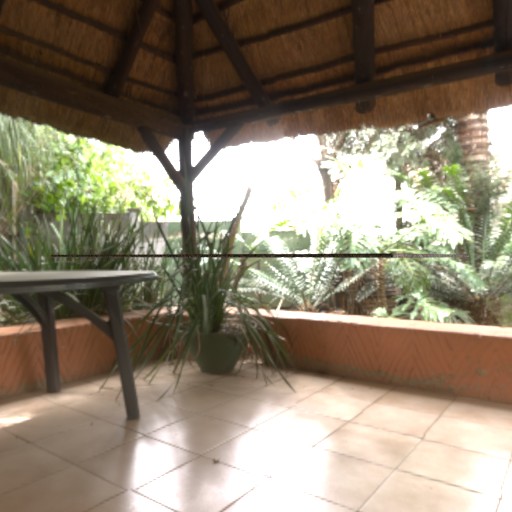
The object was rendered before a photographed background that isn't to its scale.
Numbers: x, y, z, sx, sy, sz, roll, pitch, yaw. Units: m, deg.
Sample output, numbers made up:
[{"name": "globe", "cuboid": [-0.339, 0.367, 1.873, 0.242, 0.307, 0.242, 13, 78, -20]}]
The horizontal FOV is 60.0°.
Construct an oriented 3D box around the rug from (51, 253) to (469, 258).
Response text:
[{"name": "rug", "cuboid": [0.000, 0.000, 2.903, 2.298, 0.017, 1.501, 0, 0, 35]}]
